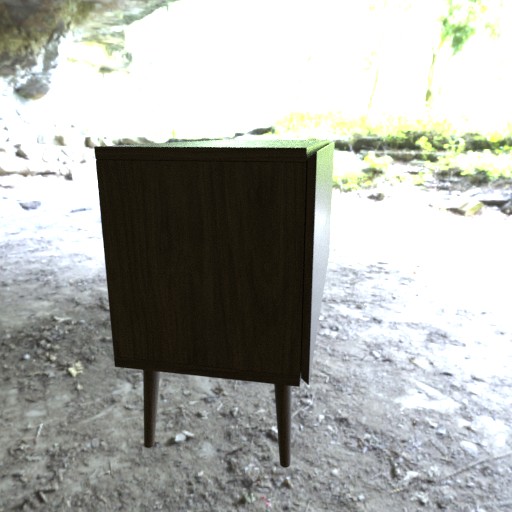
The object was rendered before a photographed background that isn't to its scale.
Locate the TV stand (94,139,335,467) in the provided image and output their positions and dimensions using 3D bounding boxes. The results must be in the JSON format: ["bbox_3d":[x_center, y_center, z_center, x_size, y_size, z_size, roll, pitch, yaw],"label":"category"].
[{"bbox_3d":[0.000,0.000,1.325,0.405,0.660,0.990,3,16,11],"label":"TV stand"}]
